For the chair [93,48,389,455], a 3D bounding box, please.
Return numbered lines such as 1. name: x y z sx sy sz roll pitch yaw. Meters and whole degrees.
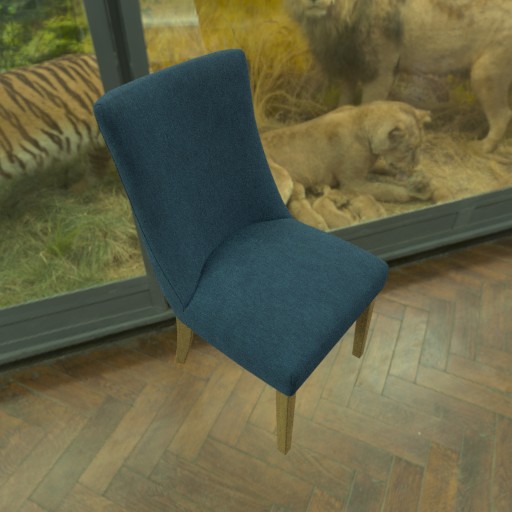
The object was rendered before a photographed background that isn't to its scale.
1. chair: 0.000 0.000 1.233 0.609 0.902 0.495 29 49 28
